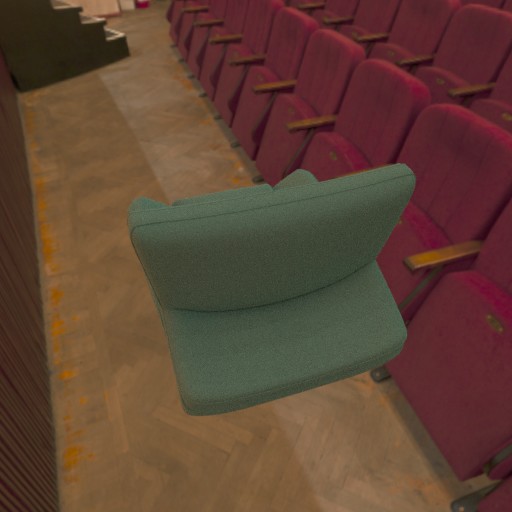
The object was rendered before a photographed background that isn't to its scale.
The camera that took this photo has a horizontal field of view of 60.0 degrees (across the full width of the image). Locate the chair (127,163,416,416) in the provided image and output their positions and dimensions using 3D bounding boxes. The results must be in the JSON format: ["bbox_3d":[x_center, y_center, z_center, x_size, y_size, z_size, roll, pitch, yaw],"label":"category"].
[{"bbox_3d":[0.000,0.000,1.664,0.859,0.855,1.008,-12,43,-14],"label":"chair"}]
